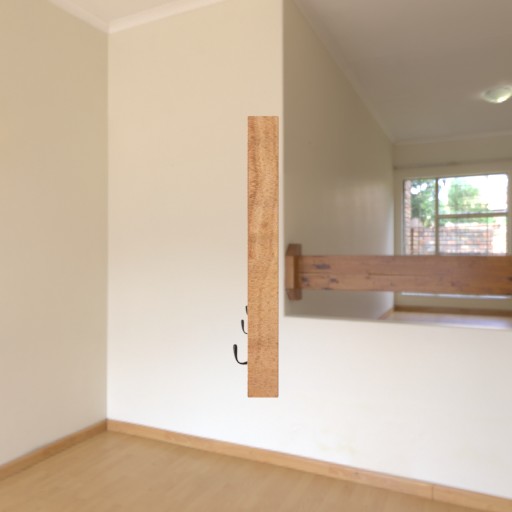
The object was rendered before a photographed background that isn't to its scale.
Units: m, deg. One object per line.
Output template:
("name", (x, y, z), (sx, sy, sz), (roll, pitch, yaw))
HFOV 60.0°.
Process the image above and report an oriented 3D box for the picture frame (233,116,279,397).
("picture frame", (0.000, 0.000, 0.659), (0.045, 0.234, 0.582), (0, 0, 1))
